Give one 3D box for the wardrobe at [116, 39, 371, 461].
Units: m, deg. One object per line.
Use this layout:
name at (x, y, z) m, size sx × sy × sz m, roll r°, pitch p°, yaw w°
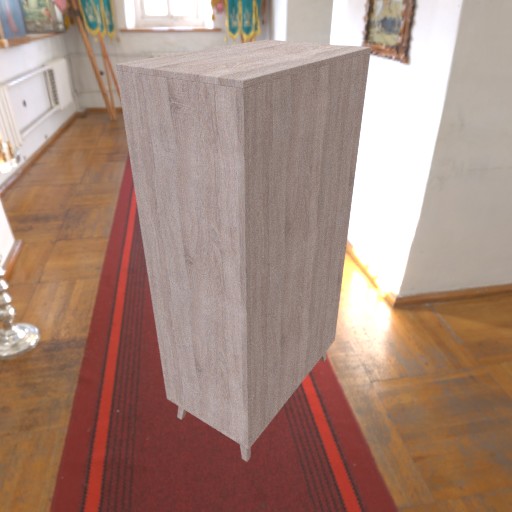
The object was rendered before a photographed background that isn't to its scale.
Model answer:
wardrobe at (0.000, 0.000, 2.349) m, size 0.600 × 1.960 × 1.000 m, roll 20°, pitch 37°, yaw 29°
